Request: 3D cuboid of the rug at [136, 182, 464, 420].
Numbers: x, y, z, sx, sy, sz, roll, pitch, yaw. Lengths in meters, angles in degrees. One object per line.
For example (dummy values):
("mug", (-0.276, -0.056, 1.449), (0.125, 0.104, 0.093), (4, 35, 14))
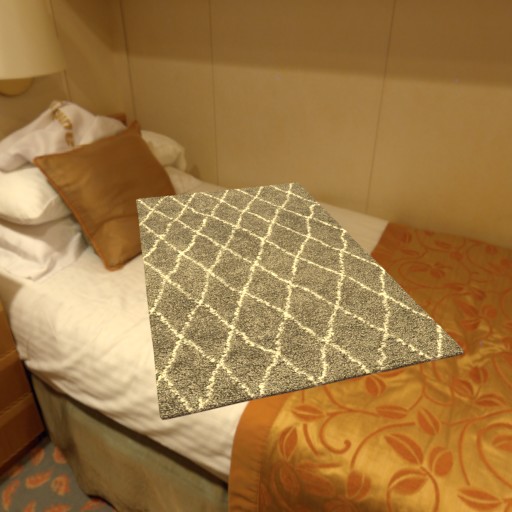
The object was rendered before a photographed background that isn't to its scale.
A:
("rug", (0.000, 0.000, 3.079), (1.524, 0.030, 2.438), (-8, 31, -13))
